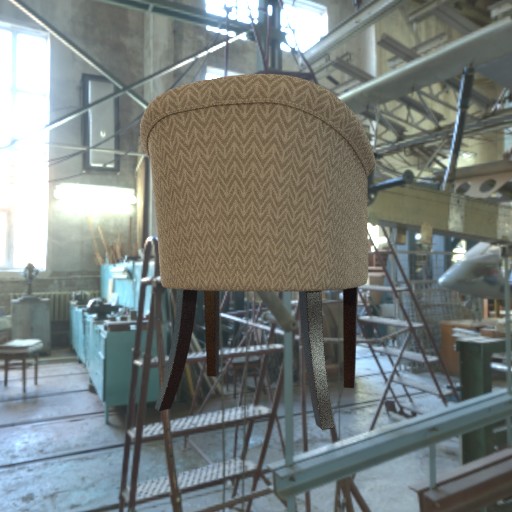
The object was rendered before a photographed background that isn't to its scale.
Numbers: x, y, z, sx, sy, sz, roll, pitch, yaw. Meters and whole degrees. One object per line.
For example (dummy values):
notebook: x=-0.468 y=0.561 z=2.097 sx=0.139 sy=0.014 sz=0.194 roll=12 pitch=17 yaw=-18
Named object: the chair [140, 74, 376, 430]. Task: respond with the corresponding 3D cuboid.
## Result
chair: x=0.000 y=0.000 z=1.319 sx=0.686 sy=0.858 sz=0.613 roll=0 pitch=-1 yaw=18
